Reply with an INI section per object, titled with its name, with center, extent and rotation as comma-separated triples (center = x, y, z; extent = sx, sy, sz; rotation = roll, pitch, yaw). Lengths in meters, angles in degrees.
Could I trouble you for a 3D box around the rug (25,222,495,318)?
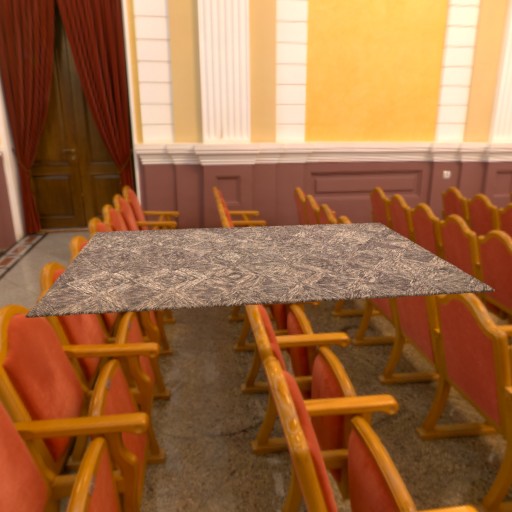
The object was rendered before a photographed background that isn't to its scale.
[rug]
center = 0.000, 0.000, 2.240
extent = 1.808, 0.011, 1.189
rotation = -2, 18, -7
